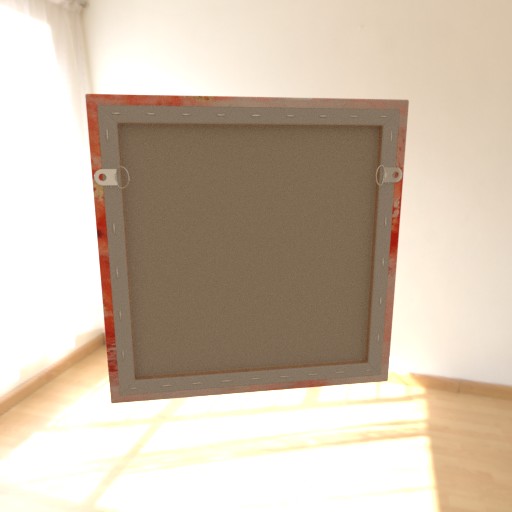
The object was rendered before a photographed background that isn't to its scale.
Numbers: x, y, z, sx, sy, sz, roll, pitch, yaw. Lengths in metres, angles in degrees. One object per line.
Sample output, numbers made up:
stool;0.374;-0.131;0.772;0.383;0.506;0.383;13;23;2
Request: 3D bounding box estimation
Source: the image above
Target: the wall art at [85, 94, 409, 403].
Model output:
wall art;0.000;0.000;1.290;0.878;0.878;0.066;-2;13;-9
